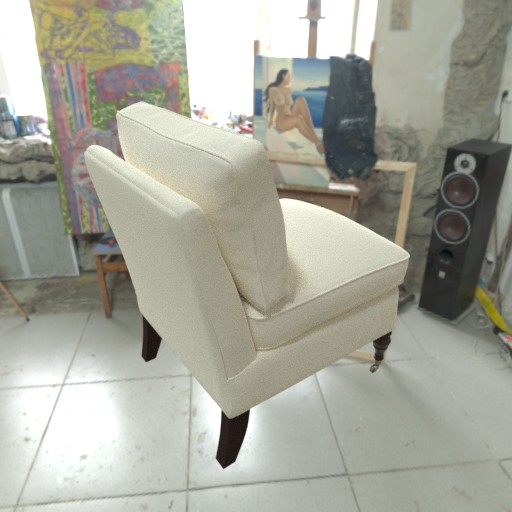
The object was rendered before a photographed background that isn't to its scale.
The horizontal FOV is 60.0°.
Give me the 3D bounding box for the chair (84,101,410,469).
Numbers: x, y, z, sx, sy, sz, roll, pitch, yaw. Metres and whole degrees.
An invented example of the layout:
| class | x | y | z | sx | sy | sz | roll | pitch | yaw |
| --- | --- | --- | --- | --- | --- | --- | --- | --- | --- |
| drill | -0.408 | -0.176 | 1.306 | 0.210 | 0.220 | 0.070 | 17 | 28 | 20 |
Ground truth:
| class | x | y | z | sx | sy | sz | roll | pitch | yaw |
| --- | --- | --- | --- | --- | --- | --- | --- | --- | --- |
| chair | 0.000 | 0.000 | 1.382 | 0.781 | 0.887 | 0.630 | -18 | 33 | -31 |
